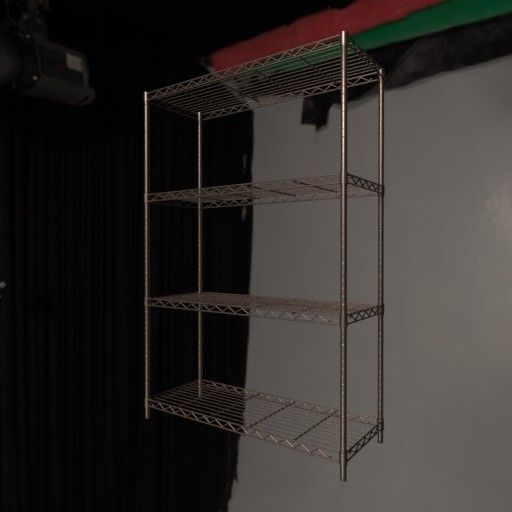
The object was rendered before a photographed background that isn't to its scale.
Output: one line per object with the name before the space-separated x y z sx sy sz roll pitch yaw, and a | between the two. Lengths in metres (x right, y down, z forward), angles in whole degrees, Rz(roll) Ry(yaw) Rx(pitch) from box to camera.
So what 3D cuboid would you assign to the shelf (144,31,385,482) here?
shelf | 0.000 0.000 1.734 0.907 1.361 0.352 0 1 35
